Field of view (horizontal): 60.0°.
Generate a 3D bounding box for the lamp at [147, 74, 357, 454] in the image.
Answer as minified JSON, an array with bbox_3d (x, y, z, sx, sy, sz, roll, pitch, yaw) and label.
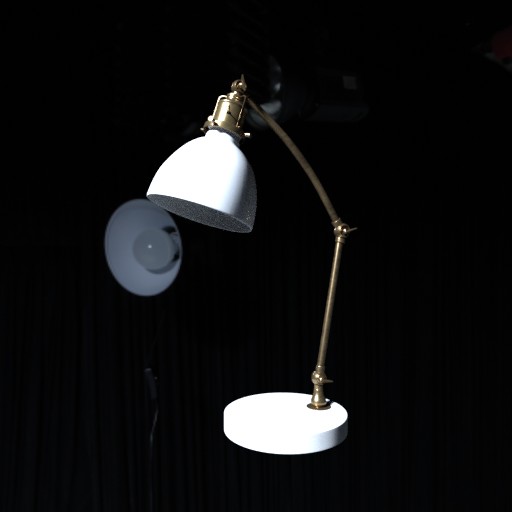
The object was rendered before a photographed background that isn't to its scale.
[{"bbox_3d":[0.000,0.000,0.661,0.317,0.522,0.186,0,-1,-19],"label":"lamp"}]
